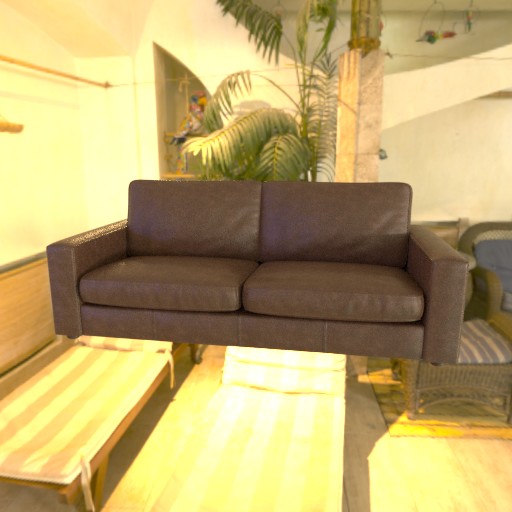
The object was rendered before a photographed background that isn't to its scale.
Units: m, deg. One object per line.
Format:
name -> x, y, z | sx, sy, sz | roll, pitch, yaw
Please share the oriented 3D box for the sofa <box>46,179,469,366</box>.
sofa -> 0.000, 0.000, 2.705 | 2.179, 0.873, 1.016 | 2, 13, 9
